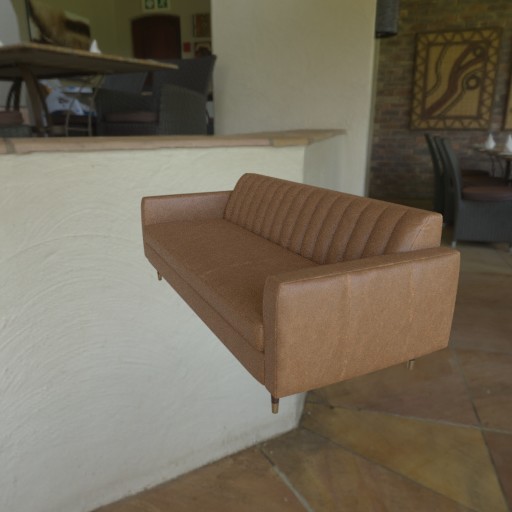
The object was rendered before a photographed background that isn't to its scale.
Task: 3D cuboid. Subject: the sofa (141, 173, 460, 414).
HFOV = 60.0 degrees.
[{"bbox_3d":[0.000,0.000,2.818,0.990,0.821,2.291,-8,19,-25],"label":"sofa"}]
